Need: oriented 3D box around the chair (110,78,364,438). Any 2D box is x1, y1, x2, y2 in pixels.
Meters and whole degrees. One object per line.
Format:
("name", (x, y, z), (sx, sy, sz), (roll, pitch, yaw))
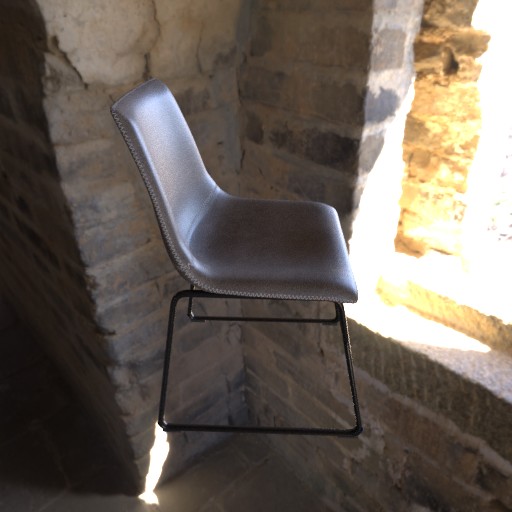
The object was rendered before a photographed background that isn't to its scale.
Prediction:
("chair", (0.000, 0.000, 1.108), (0.550, 0.780, 0.460), (1, 31, 2))
